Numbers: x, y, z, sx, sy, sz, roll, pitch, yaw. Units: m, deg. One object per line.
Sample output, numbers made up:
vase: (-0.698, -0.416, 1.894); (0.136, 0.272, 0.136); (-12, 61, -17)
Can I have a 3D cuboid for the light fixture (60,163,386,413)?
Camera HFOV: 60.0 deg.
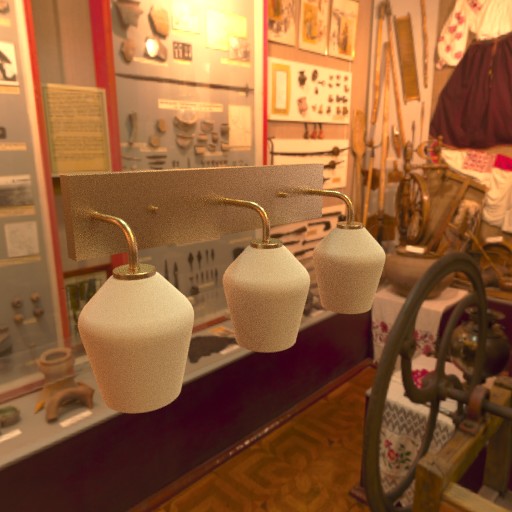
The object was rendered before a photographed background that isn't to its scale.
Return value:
light fixture: (0.000, 0.000, 0.729); (0.609, 0.280, 0.190); (-13, 19, -43)
